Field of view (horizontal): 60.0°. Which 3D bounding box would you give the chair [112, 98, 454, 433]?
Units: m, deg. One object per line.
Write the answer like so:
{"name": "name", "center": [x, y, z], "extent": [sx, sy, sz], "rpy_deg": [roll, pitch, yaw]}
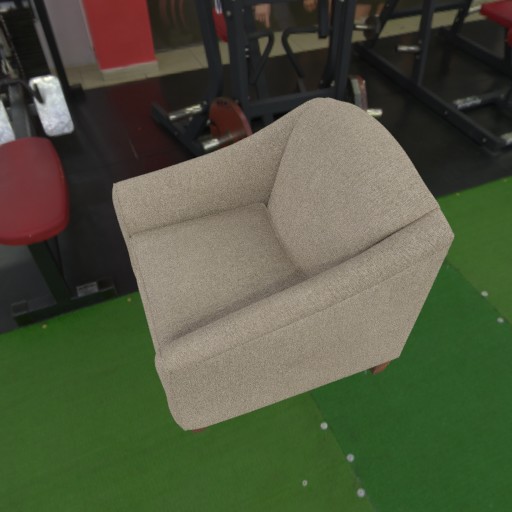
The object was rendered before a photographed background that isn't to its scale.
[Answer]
{"name": "chair", "center": [0.000, 0.000, 1.453], "extent": [0.787, 0.839, 0.763], "rpy_deg": [-16, 49, -14]}
